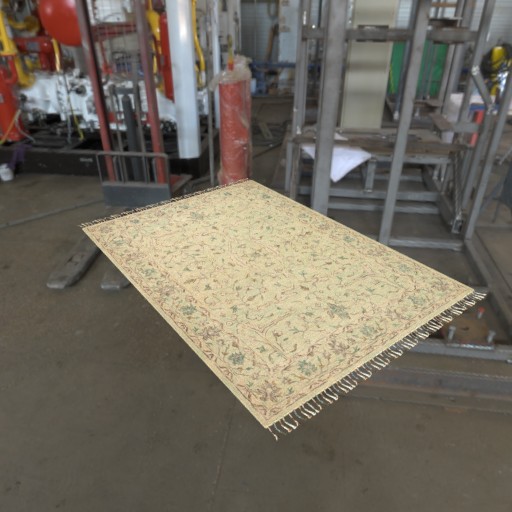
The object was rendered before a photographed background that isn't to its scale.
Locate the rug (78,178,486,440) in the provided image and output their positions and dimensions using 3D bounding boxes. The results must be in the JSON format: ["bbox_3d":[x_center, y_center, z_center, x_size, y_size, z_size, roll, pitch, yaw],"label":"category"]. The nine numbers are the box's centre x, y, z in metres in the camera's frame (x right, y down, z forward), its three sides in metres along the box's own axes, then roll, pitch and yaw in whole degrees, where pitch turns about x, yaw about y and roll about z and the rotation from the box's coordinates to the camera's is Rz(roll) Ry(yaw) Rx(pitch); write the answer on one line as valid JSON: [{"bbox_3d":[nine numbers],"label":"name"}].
[{"bbox_3d":[0.000,0.000,2.278,1.247,0.008,1.802,-22,37,-31],"label":"rug"}]
